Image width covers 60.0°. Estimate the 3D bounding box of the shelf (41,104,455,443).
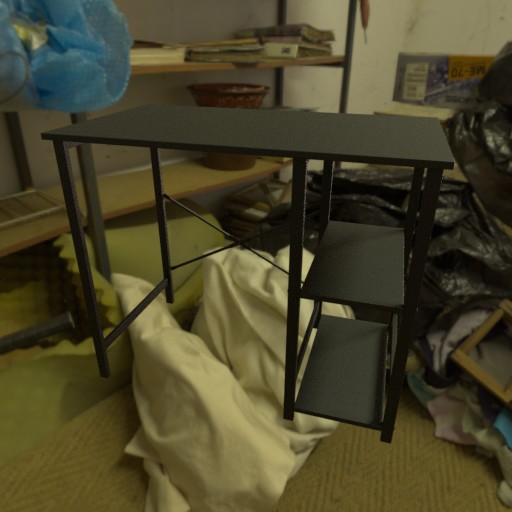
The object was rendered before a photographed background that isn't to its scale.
[{"bbox_3d":[0.000,0.000,1.298,0.902,0.749,0.498,8,28,15],"label":"shelf"}]
